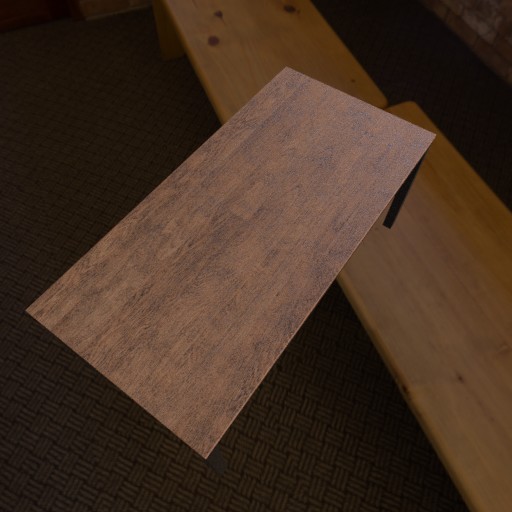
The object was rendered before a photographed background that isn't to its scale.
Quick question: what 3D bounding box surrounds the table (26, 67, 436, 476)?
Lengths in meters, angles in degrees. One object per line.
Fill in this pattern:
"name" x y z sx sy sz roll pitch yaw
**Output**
"table" 0.000 0.000 2.280 0.893 0.767 1.805 32 64 17
